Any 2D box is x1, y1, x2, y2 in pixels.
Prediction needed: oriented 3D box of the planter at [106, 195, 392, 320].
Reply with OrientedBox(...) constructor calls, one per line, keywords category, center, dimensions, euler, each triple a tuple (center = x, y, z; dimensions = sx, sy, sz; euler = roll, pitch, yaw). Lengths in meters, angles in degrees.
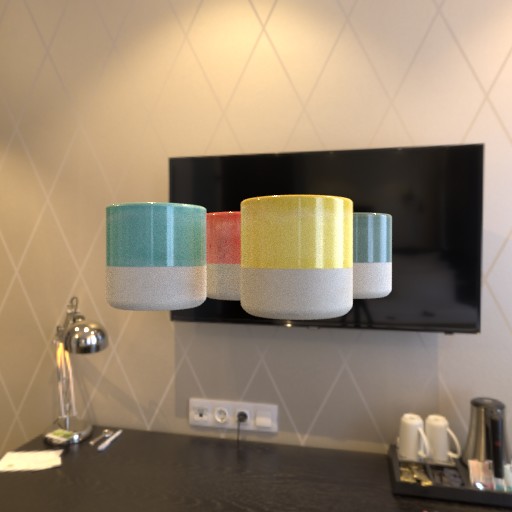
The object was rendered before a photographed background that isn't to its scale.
OrientedBox(category="planter", center=(0.000, 0.000, 0.402), dimensions=(0.257, 0.075, 0.286), euler=(0, 1, -18))
